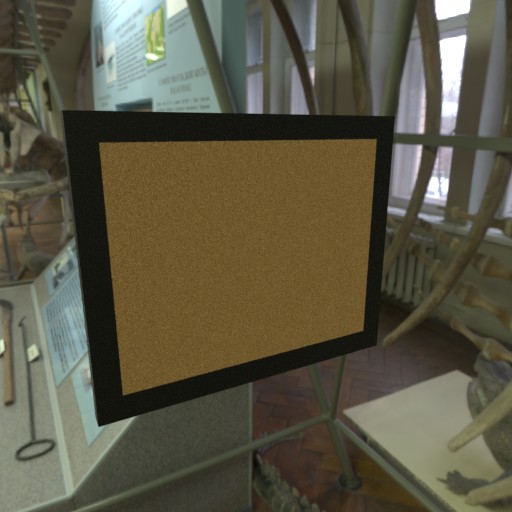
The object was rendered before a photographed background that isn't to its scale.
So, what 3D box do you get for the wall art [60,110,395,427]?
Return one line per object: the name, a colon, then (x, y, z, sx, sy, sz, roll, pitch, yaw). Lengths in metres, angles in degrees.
wall art: (0.000, 0.000, 0.752, 0.561, 0.460, 0.028, -8, 18, -27)
